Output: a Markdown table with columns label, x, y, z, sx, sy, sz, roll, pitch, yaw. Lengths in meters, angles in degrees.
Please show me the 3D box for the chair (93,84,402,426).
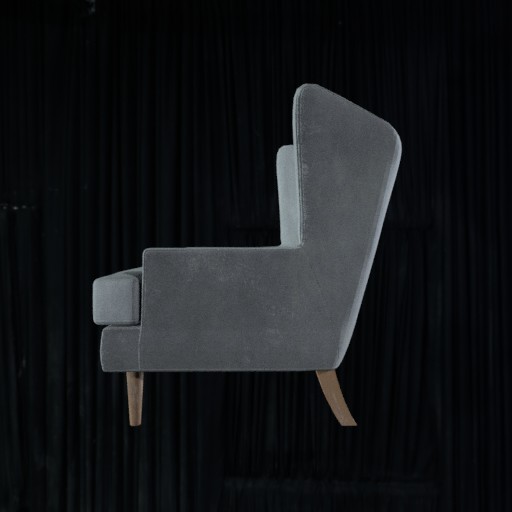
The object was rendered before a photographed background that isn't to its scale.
| label | x | y | z | sx | sy | sz | roll | pitch | yaw |
| --- | --- | --- | --- | --- | --- | --- | --- | --- | --- |
| chair | 0.000 | 0.000 | 1.580 | 0.906 | 0.950 | 0.784 | 0 | 1 | -1 |
